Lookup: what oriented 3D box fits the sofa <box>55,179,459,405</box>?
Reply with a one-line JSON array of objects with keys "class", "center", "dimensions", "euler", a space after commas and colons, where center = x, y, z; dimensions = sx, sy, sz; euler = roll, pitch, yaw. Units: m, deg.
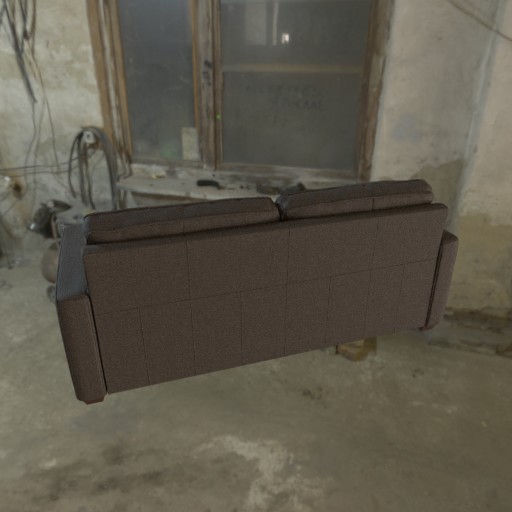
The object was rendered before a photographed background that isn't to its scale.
[{"class": "sofa", "center": [0.000, 0.000, 2.554], "dimensions": [2.080, 0.919, 0.940], "euler": [-8, 26, -17]}]
